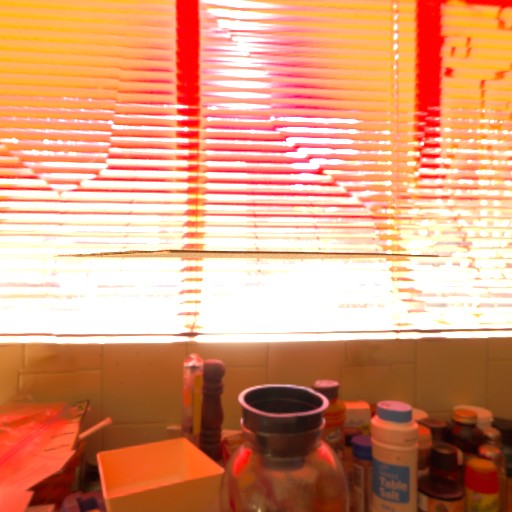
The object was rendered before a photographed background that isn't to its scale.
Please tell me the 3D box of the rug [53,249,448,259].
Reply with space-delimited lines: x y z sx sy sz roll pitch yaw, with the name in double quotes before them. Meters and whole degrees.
"rug" 0.000 0.000 3.186 2.465 0.023 1.619 1 -1 -36
